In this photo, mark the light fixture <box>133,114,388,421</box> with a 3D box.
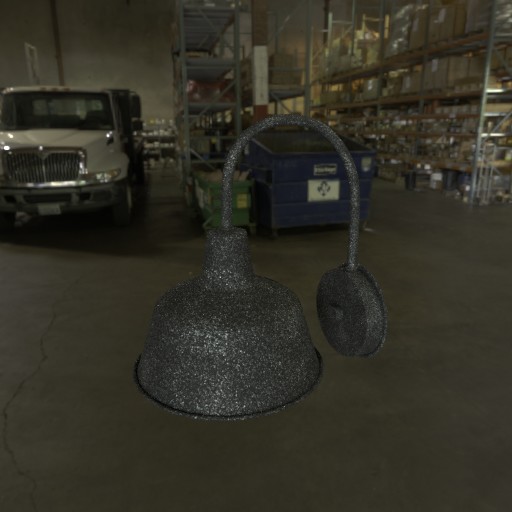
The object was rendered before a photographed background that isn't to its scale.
[{"bbox_3d":[0.000,0.000,0.491,0.283,0.300,0.216,-7,18,-23],"label":"light fixture"}]
